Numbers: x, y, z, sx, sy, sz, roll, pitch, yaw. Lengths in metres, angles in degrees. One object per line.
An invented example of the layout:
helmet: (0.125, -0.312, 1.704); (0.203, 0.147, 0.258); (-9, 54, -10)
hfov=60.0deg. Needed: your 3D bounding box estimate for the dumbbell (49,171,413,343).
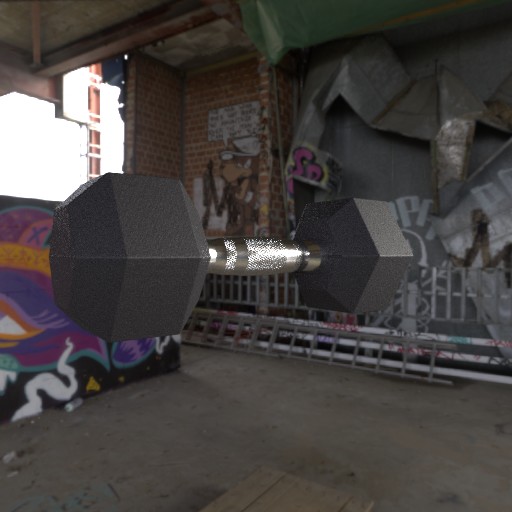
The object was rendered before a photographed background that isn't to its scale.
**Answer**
dumbbell: (0.000, 0.000, 0.360); (0.297, 0.101, 0.116); (0, 1, -36)
